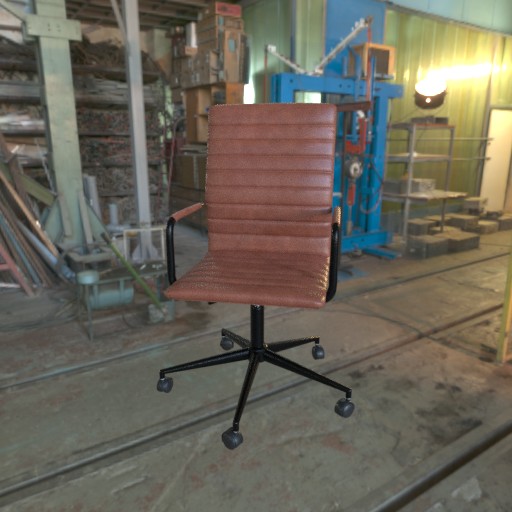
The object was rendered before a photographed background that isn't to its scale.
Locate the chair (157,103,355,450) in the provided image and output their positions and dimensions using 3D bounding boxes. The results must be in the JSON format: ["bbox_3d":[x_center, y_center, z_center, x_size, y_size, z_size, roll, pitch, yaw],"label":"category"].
[{"bbox_3d":[0.000,0.000,1.280,0.600,0.878,0.578,3,15,10],"label":"chair"}]
